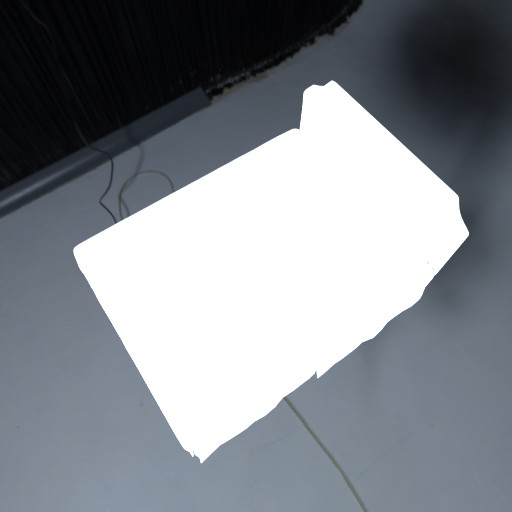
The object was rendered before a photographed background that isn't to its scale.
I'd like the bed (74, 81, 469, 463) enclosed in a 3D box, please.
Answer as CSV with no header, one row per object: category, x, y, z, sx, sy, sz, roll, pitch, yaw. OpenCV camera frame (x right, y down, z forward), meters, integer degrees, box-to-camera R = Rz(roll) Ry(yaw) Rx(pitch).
bed,0.000,0.000,3.568,2.498,1.293,1.977,-32,67,-15
